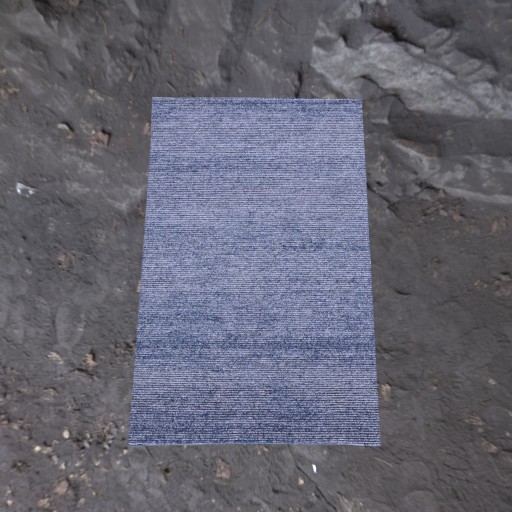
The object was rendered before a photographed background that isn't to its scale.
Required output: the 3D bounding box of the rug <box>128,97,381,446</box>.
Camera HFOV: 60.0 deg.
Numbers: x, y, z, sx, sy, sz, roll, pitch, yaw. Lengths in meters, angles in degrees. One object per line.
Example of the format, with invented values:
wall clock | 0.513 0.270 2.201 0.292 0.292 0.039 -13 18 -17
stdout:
rug | 0.000 0.000 2.207 1.145 0.021 1.777 1 76 0
